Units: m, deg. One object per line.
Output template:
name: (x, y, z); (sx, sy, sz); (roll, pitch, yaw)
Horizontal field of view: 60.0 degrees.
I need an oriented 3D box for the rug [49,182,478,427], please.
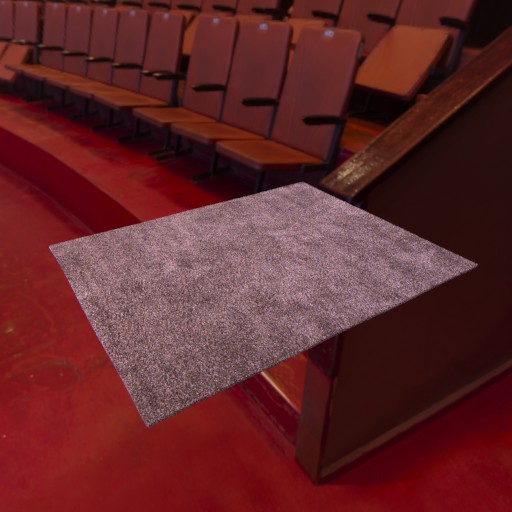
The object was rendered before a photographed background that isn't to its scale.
rug: (0.000, 0.000, 3.954); (3.000, 0.025, 2.401); (-18, 35, -29)
